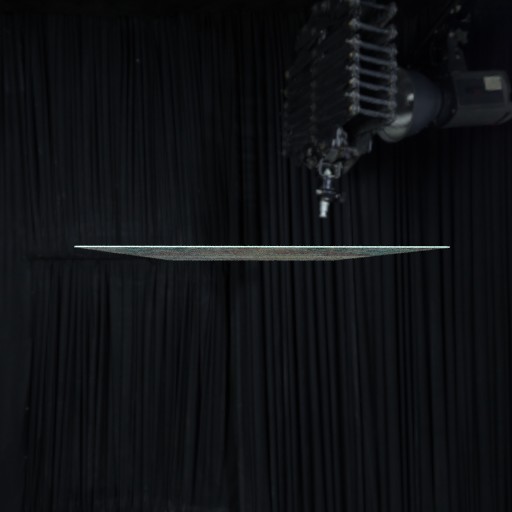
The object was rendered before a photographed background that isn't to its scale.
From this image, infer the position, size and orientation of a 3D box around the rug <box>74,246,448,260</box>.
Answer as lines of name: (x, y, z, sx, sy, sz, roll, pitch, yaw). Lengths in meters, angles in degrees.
rug: (0.000, 0.000, 2.965, 1.566, 0.004, 2.363, 0, -2, -1)
